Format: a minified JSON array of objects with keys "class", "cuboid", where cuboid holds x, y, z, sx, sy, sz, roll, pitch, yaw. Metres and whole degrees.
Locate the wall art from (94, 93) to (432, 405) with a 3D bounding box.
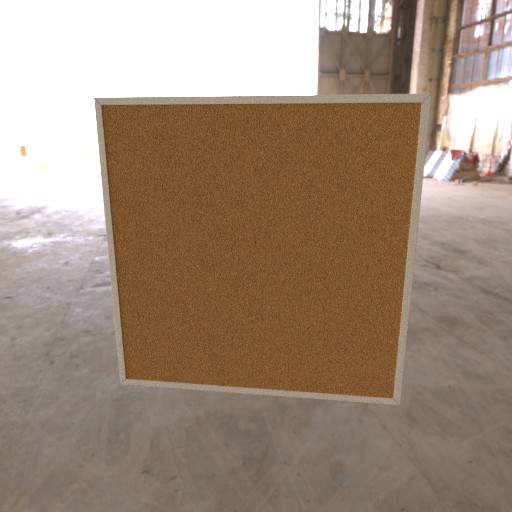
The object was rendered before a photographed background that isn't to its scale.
[{"class":"wall art","cuboid":[0.000,0.000,0.747,0.508,0.508,0.037,2,16,7]}]
